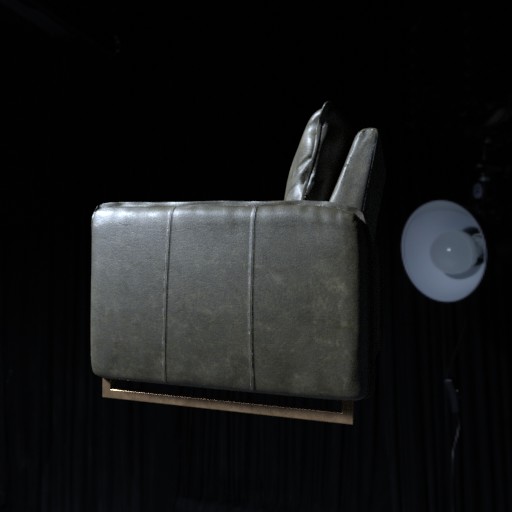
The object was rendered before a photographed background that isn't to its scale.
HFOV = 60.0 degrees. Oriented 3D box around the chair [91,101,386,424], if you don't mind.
[{"bbox_3d":[0.000,0.000,1.654,0.921,0.921,0.830,0,-1,18],"label":"chair"}]
